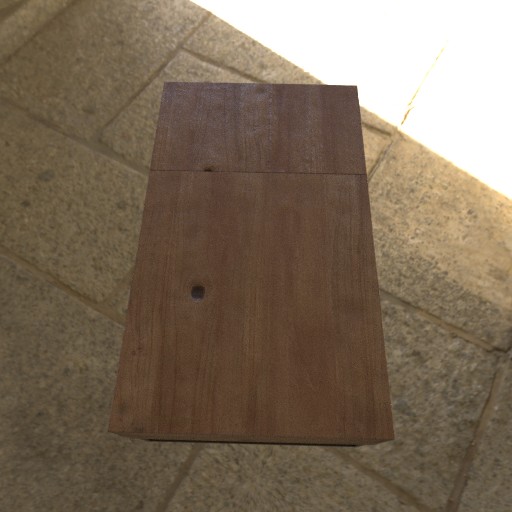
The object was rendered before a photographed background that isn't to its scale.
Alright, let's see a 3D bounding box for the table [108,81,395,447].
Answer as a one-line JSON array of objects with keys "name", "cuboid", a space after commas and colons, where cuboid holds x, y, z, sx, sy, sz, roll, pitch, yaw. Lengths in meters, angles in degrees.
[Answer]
[{"name": "table", "cuboid": [0.000, 0.000, 1.421, 0.655, 0.395, 1.101, 1, 64, 1]}]
